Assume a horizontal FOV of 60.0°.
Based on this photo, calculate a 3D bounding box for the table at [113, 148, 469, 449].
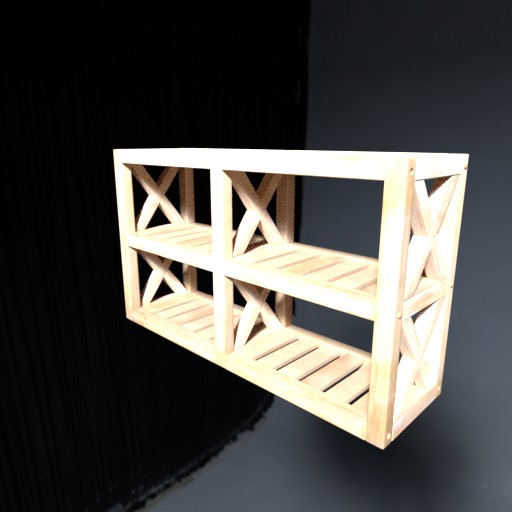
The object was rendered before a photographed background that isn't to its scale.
[{"bbox_3d":[0.000,0.000,1.656,1.320,0.762,0.381,14,20,42],"label":"table"}]
